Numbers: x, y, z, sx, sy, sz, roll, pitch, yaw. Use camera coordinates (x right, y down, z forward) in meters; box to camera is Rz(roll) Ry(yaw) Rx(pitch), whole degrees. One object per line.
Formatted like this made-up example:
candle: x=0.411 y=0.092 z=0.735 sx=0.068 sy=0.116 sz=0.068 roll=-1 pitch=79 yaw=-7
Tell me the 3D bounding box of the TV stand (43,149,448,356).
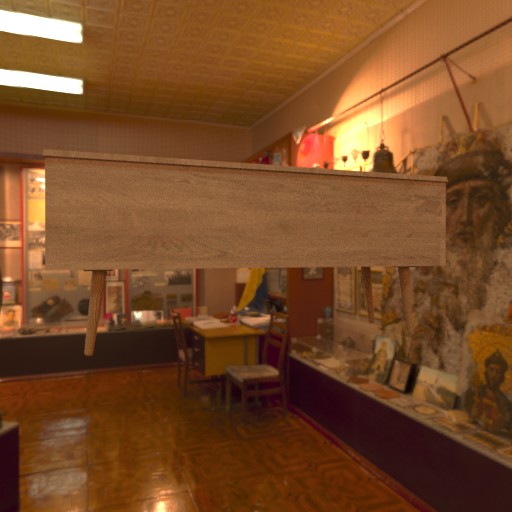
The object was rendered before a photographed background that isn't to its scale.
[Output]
TV stand: x=0.000 y=0.000 z=1.558 sx=1.313 sy=0.565 sz=0.401 roll=0 pitch=0 yaw=-19
